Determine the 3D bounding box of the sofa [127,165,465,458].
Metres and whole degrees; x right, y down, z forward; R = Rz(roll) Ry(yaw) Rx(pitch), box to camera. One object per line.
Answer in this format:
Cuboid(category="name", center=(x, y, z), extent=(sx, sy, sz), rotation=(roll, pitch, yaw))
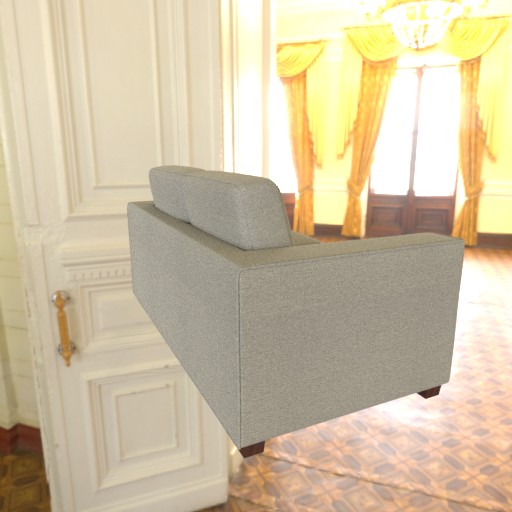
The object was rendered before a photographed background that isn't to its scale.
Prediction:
Cuboid(category="sofa", center=(0.000, 0.000, 2.371), extent=(1.007, 0.924, 1.812), rotation=(-7, 15, -25))
